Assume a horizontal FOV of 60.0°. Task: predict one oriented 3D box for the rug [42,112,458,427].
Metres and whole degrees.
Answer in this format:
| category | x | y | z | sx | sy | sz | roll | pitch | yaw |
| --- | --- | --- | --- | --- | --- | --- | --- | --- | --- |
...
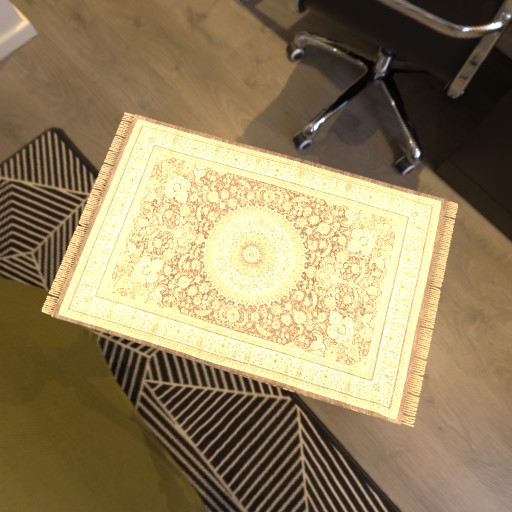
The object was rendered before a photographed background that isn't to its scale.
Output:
| category | x | y | z | sx | sy | sz | roll | pitch | yaw |
| --- | --- | --- | --- | --- | --- | --- | --- | --- | --- |
| rug | 0.000 | 0.000 | 4.131 | 3.422 | 0.015 | 2.143 | 16 | 76 | 4 |
